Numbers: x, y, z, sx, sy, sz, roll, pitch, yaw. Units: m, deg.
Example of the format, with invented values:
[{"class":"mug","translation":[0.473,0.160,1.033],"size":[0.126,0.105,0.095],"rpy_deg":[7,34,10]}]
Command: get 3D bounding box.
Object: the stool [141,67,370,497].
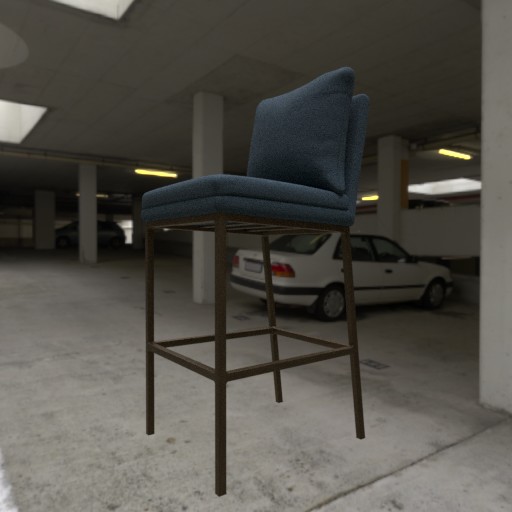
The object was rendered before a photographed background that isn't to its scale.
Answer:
[{"class":"stool","translation":[0.000,0.000,1.372],"size":[0.568,1.124,0.463],"rpy_deg":[-1,1,-36]}]
